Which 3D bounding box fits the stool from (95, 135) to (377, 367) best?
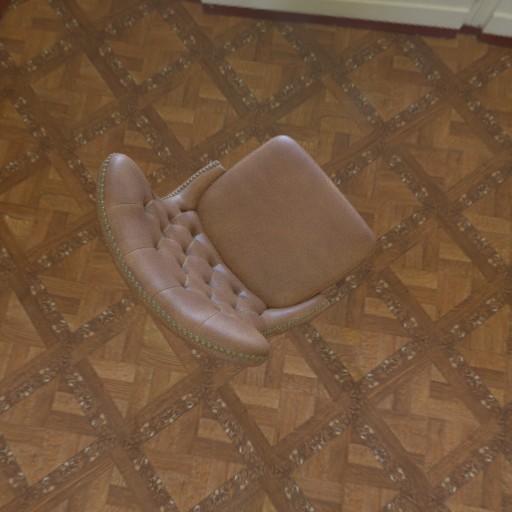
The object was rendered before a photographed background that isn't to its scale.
[{"bbox_3d":[0.000,0.000,1.360,0.601,1.050,0.528,-36,79,-8],"label":"stool"}]
